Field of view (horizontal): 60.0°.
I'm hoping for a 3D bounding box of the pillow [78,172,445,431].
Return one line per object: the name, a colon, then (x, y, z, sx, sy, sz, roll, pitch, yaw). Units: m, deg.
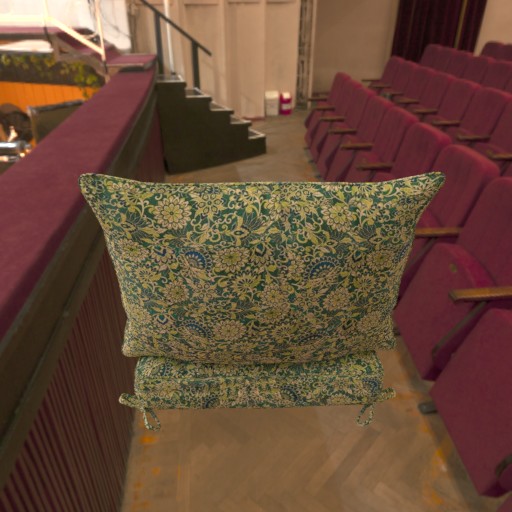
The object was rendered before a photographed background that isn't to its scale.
pillow: (0.000, 0.000, 1.336, 0.798, 0.722, 0.740, -1, 30, -1)
